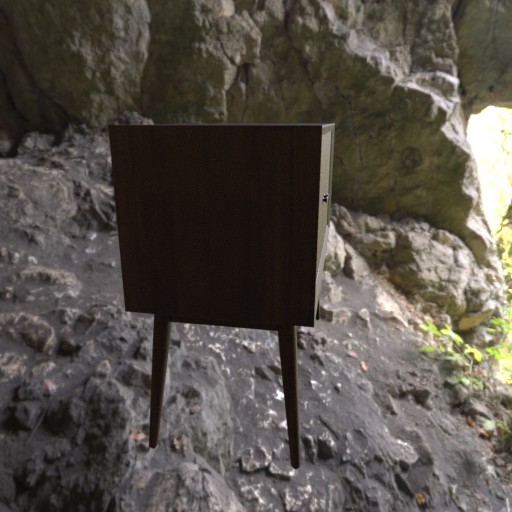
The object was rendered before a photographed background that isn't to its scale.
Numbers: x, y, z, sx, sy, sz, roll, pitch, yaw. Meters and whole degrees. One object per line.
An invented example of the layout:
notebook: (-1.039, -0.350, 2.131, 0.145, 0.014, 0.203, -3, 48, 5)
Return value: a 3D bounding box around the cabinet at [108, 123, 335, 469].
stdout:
cabinet: (0.000, 0.000, 1.146, 0.354, 0.654, 0.743, 3, 17, 11)
